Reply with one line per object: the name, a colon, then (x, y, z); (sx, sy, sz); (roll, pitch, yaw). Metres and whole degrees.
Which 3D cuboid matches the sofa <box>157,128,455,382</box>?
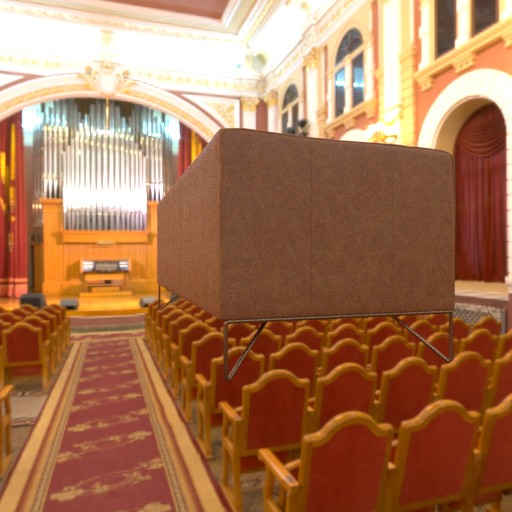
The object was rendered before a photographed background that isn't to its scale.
sofa: (0.000, 0.000, 2.478); (0.912, 0.798, 2.079); (0, 0, -18)
